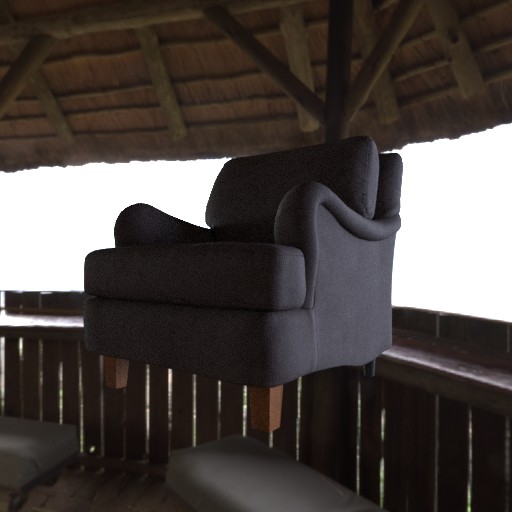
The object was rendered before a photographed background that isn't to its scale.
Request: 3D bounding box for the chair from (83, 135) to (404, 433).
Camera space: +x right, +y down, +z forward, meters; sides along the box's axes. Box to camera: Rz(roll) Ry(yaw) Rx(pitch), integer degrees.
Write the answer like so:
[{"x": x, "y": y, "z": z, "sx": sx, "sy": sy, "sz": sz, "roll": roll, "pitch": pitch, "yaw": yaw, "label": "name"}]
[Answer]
[{"x": 0.000, "y": 0.000, "z": 1.825, "sx": 0.955, "sy": 0.997, "sz": 1.070, "roll": 0, "pitch": -1, "yaw": 37, "label": "chair"}]
